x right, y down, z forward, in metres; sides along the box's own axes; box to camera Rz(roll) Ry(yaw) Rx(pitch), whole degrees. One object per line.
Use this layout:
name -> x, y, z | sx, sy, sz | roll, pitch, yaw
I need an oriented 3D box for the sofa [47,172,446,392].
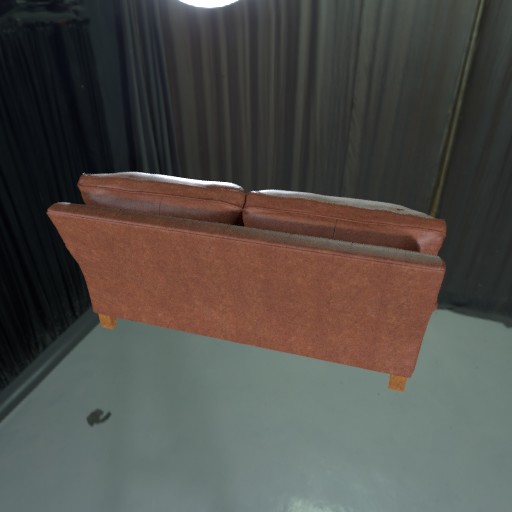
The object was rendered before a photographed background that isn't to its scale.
sofa -> 0.000, 0.000, 2.832 | 2.144, 1.071, 1.147 | 9, 33, 14
